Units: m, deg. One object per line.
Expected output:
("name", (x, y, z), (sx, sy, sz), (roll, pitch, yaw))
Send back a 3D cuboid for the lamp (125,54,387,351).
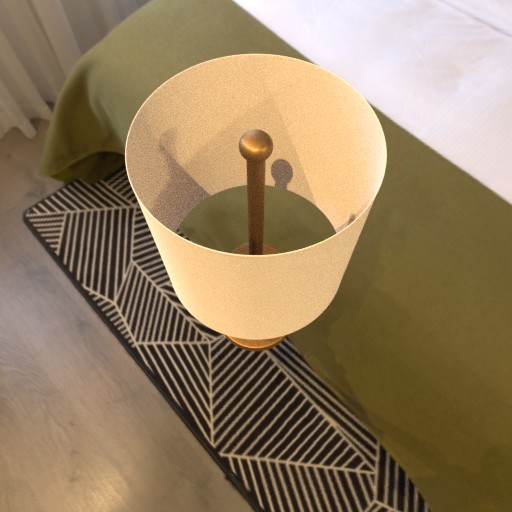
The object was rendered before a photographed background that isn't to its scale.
("lamp", (0.000, 0.000, 0.536), (0.210, 0.410, 0.210), (15, 63, 7))
